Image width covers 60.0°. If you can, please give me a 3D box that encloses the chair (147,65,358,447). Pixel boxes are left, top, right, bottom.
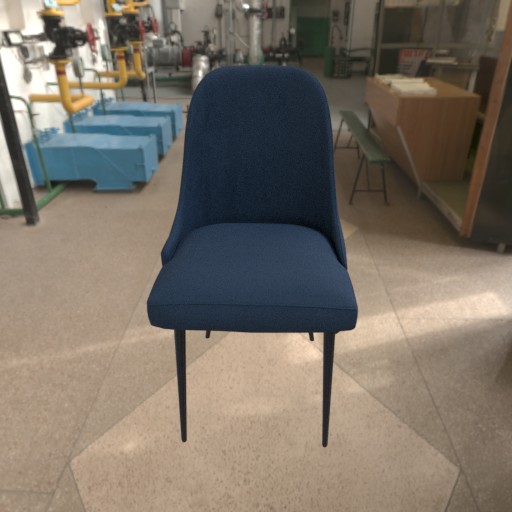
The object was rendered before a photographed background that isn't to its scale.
[{"bbox_3d":[0.000,0.000,1.199,0.478,0.896,0.559,1,29,2],"label":"chair"}]
